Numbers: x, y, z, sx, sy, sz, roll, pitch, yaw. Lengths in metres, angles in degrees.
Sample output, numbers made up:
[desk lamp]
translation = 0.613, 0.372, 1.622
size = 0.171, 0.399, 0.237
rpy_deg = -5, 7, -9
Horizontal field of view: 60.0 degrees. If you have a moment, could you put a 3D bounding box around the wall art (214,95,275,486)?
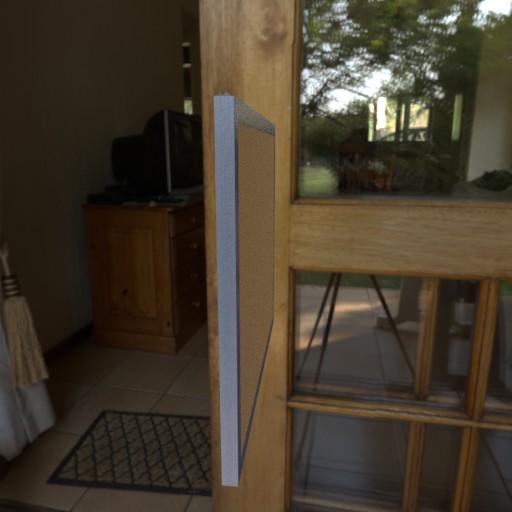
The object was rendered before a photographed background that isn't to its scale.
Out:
[wall art]
translation = 0.000, 0.000, 0.923
size = 0.026, 0.558, 0.660
rpy_deg = 2, 14, 7
